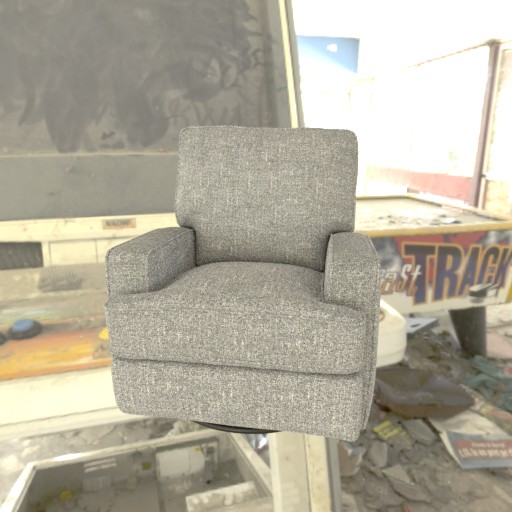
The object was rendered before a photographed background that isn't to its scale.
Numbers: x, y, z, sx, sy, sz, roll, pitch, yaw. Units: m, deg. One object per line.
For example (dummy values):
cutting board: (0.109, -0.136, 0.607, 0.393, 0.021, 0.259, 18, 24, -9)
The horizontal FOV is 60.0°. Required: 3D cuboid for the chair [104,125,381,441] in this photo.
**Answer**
chair: (0.000, 0.000, 1.664, 0.861, 0.962, 0.964, 2, 15, 9)
